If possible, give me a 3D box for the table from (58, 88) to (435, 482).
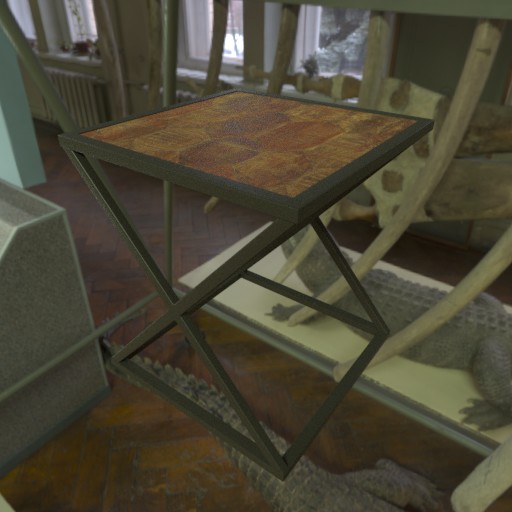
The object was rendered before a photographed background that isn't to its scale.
[{"bbox_3d":[0.000,0.000,0.971,0.500,0.565,0.500,22,38,31],"label":"table"}]
